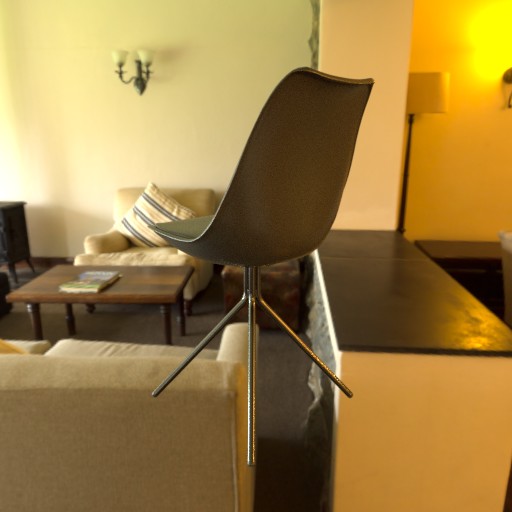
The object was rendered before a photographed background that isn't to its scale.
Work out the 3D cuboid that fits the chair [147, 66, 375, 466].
[{"bbox_3d":[0.000,0.000,1.163,0.461,0.850,0.525,-14,20,-43],"label":"chair"}]
